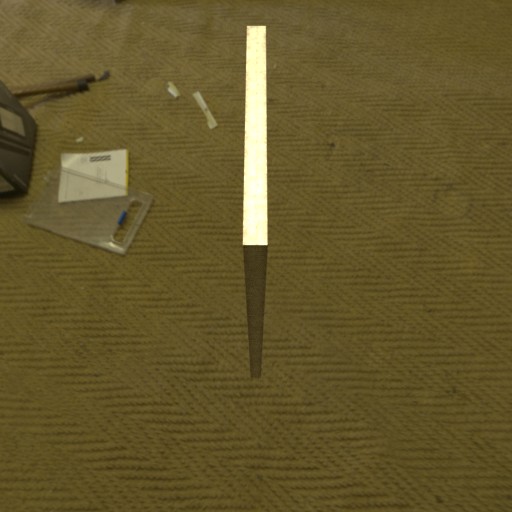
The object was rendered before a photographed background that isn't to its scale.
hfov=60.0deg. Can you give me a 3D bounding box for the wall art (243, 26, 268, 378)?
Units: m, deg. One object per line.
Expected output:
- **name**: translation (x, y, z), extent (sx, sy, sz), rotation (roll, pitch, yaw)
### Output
- **wall art**: translation (0.000, 0.000, 1.688), extent (0.051, 1.461, 0.648), rotation (0, 65, 0)
